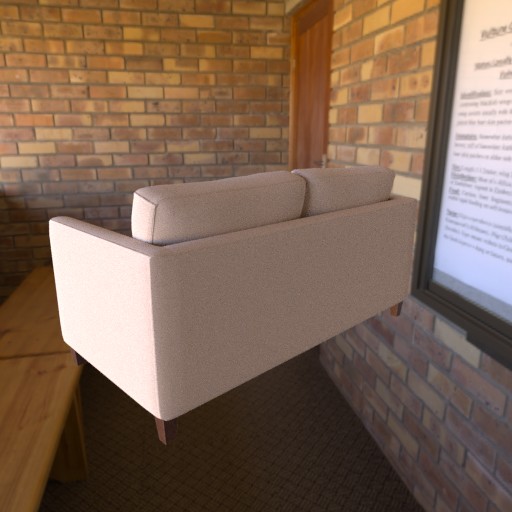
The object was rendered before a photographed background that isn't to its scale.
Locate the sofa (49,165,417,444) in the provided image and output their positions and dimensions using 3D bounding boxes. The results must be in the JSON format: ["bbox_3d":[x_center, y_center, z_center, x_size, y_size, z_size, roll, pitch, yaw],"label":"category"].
[{"bbox_3d":[0.000,0.000,2.254,1.722,0.888,0.873,-15,21,-42],"label":"sofa"}]
